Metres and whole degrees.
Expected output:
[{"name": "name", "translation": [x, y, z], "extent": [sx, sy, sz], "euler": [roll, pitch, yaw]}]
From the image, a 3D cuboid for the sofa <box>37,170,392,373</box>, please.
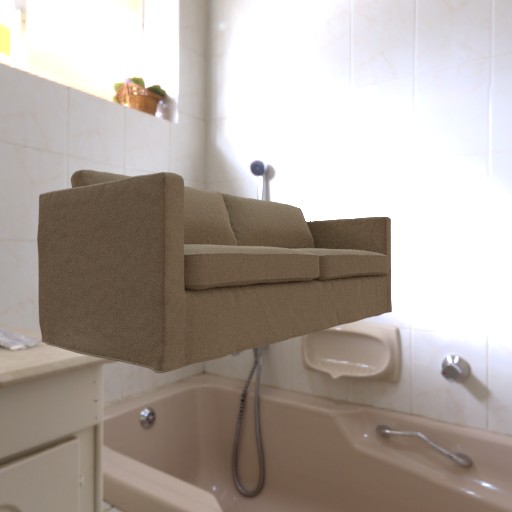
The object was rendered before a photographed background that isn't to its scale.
[{"name": "sofa", "translation": [0.000, 0.000, 2.772], "extent": [0.962, 0.853, 2.312], "euler": [0, 0, 37]}]
